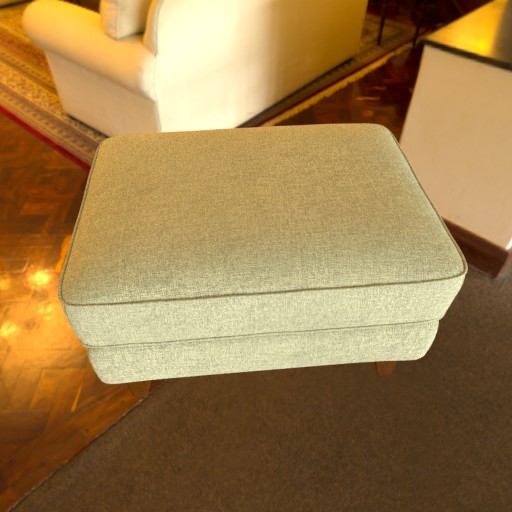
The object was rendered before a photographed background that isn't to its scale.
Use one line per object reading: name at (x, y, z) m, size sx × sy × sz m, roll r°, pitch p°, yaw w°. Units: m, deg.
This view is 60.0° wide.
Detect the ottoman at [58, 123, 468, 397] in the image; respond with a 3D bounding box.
ottoman at (0.000, 0.000, 1.286) m, size 0.889 × 0.561 × 0.661 m, roll -4°, pitch 46°, yaw -4°
